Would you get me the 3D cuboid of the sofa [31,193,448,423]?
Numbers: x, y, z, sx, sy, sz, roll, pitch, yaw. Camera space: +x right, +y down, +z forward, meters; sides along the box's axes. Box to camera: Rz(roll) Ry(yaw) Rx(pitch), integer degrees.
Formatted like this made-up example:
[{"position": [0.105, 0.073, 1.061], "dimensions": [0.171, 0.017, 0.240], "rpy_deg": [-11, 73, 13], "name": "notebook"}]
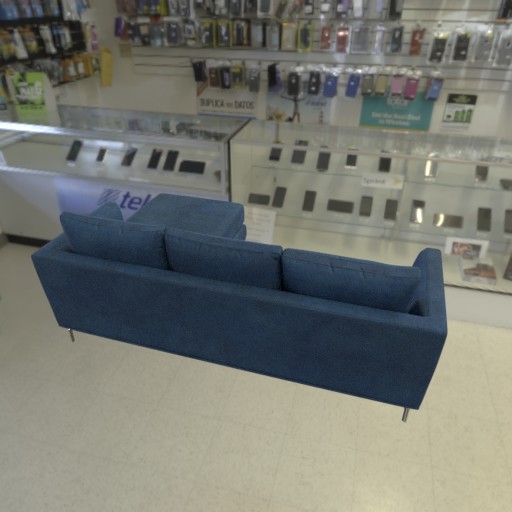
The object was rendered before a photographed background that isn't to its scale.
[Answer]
[{"position": [0.000, 0.000, 3.216], "dimensions": [2.438, 0.987, 1.622], "rpy_deg": [9, 33, 15], "name": "sofa"}]
